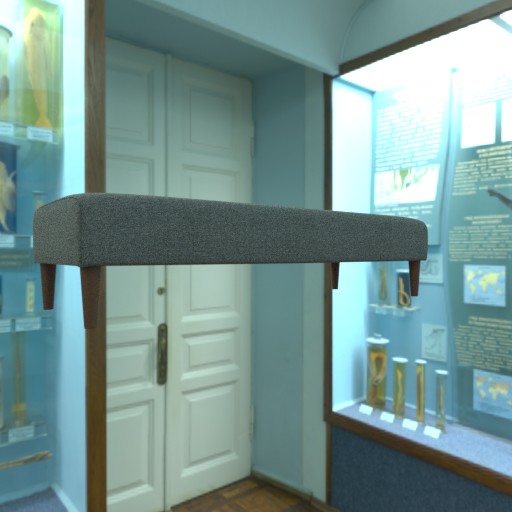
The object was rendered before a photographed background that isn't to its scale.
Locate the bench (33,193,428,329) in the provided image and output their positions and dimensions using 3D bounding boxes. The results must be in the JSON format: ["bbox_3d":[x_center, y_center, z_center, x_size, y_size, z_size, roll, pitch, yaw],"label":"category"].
[{"bbox_3d":[0.000,0.000,1.853,1.598,0.384,0.631,0,0,-37],"label":"bench"}]
